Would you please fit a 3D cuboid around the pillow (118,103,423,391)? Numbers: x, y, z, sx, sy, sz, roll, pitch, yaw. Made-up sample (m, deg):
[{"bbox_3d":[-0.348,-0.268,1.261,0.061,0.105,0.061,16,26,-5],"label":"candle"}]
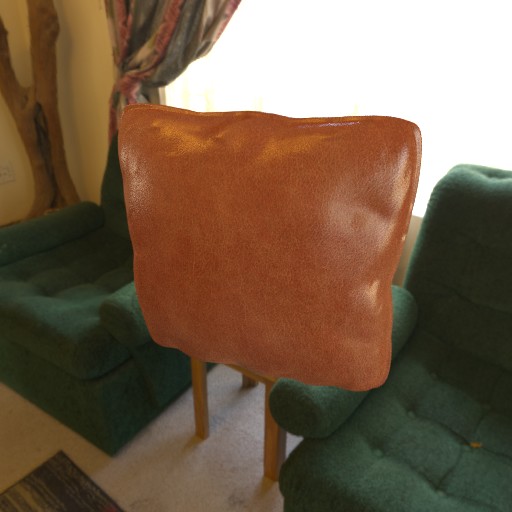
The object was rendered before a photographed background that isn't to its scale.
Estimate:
[{"bbox_3d":[0.000,0.000,0.824,0.532,0.523,0.236,9,28,17],"label":"pillow"}]
